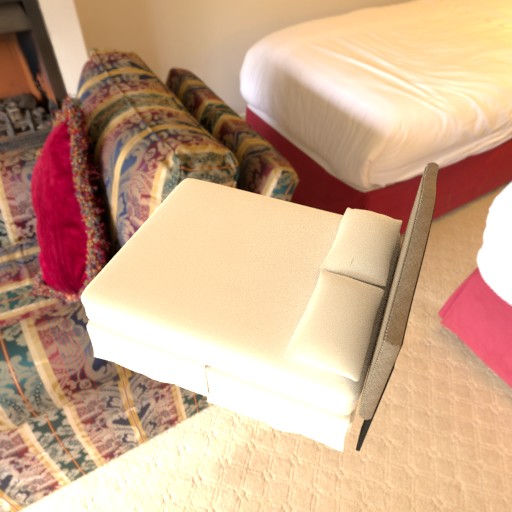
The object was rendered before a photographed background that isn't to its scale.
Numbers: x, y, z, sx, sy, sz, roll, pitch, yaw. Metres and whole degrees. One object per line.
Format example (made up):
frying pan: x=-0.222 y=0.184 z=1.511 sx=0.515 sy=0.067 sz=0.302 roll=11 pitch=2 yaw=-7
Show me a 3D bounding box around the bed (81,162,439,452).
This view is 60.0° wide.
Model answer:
bed: x=0.000 y=0.000 z=3.268 sx=2.153 sy=1.518 sz=1.713 roll=16 pitch=47 yaw=16
